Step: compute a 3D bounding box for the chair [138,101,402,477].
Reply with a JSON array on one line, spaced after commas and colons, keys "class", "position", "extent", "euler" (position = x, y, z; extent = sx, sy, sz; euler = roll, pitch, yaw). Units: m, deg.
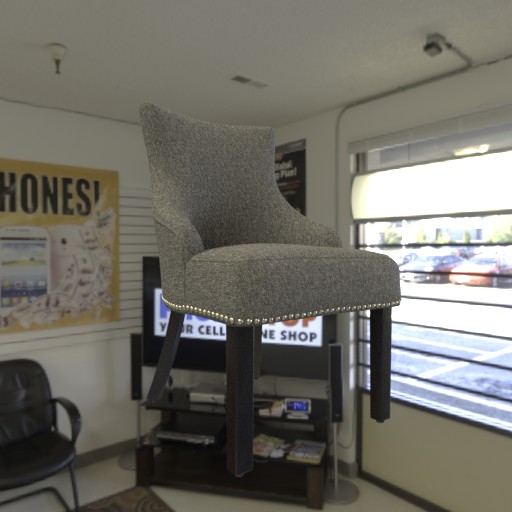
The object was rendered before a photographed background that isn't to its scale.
[{"class": "chair", "position": [0.000, 0.000, 1.273], "extent": [0.566, 0.909, 0.629], "euler": [-1, 2, -37]}]
